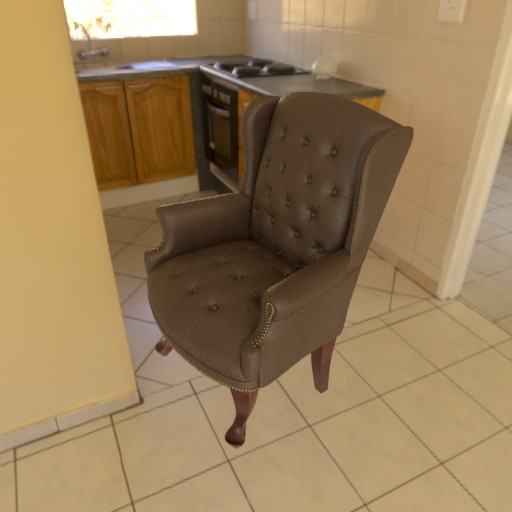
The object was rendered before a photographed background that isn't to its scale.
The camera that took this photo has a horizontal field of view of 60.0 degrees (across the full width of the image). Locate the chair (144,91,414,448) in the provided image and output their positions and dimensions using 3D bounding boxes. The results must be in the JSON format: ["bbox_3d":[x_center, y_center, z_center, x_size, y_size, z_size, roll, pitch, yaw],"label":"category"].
[{"bbox_3d":[0.000,0.000,1.728,0.819,1.132,0.829,-20,36,-30],"label":"chair"}]
